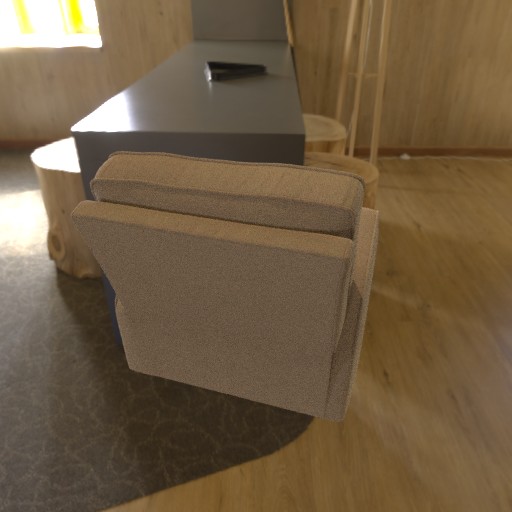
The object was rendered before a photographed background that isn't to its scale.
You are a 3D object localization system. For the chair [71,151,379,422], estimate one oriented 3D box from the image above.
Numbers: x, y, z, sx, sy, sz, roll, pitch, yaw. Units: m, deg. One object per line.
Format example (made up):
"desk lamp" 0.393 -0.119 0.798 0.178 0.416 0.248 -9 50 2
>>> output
"chair" 0.000 0.000 1.662 0.861 0.964 0.969 10 34 15
